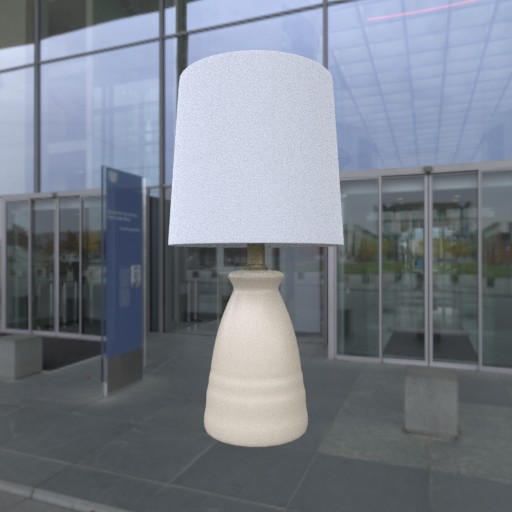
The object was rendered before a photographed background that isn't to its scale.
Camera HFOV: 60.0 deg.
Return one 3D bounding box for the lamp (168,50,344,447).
[{"bbox_3d":[0.000,0.000,0.479,0.186,0.369,0.186,0,0,0],"label":"lamp"}]
